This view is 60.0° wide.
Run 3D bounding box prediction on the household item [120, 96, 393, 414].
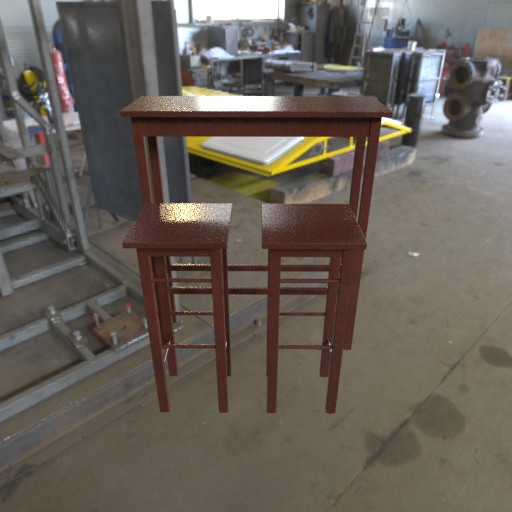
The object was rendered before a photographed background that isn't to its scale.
[{"bbox_3d":[0.000,0.000,1.709,0.914,1.067,0.676,0,29,0],"label":"household item"}]
